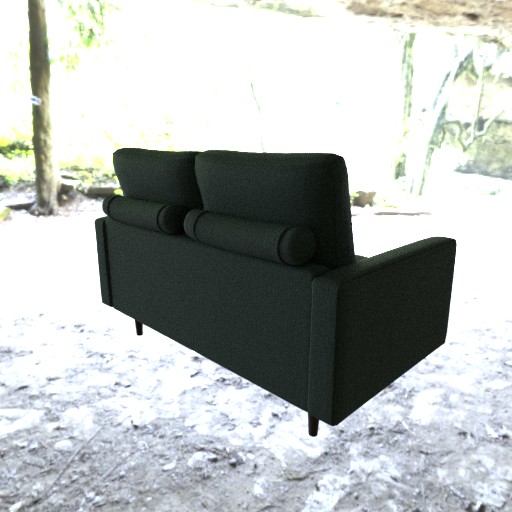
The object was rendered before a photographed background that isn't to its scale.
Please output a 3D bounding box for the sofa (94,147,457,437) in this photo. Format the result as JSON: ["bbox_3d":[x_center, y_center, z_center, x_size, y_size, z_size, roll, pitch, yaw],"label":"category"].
[{"bbox_3d":[0.000,0.000,1.916,1.407,0.907,0.842,14,21,43],"label":"sofa"}]
